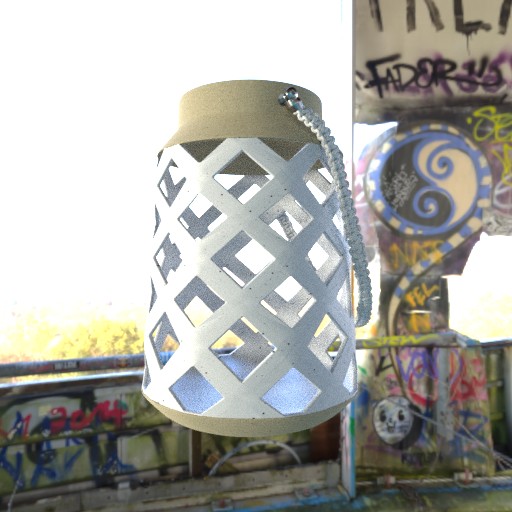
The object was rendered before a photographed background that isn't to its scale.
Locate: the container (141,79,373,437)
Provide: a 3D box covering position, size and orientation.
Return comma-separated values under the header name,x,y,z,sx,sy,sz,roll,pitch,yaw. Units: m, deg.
name,x,y,z,sx,sy,sz,roll,pitch,yaw
container,0.000,0.000,0.393,0.198,0.264,0.188,0,1,-20
